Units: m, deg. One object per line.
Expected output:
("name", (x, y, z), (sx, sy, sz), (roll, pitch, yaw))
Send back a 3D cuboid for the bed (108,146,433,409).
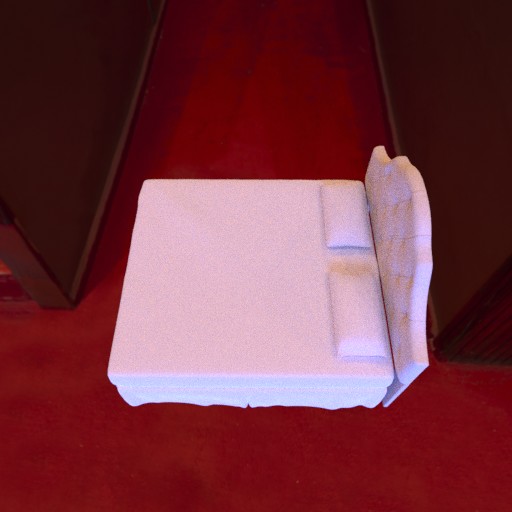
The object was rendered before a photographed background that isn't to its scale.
("bed", (0.000, 0.000, 3.555), (2.214, 1.615, 2.008), (0, 58, 0))
